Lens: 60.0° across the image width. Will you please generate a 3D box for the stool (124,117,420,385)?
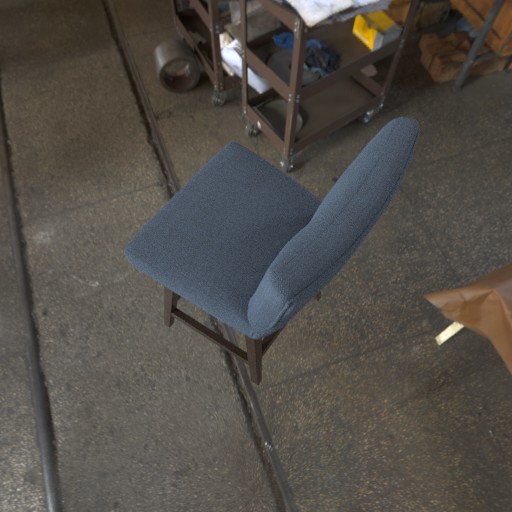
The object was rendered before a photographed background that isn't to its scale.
[{"bbox_3d":[0.000,0.000,1.339,0.574,1.000,0.514,33,66,16],"label":"stool"}]
